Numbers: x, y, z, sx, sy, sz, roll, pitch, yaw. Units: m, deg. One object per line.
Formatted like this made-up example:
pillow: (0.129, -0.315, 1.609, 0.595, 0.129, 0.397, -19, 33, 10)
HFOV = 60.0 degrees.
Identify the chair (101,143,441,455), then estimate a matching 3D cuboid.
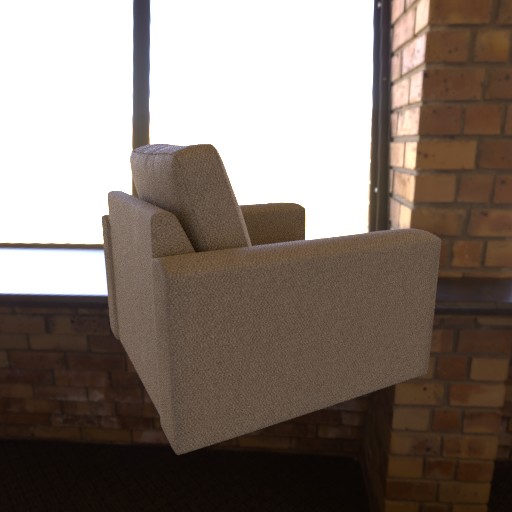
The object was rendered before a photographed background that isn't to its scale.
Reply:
chair: (0.000, 0.000, 1.770, 1.016, 0.873, 1.005, -7, 16, -27)
